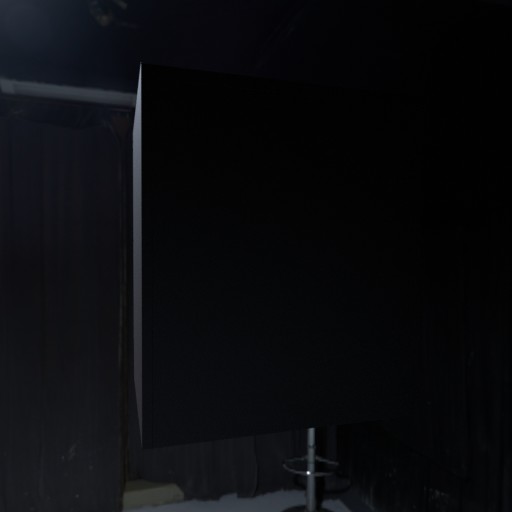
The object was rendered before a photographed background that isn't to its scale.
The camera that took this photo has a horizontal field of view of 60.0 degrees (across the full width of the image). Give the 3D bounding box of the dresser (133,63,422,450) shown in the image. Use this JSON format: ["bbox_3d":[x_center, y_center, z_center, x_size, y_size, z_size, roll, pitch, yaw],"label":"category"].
[{"bbox_3d":[0.000,0.000,0.767,0.400,0.470,0.360,0,1,-17],"label":"dresser"}]
